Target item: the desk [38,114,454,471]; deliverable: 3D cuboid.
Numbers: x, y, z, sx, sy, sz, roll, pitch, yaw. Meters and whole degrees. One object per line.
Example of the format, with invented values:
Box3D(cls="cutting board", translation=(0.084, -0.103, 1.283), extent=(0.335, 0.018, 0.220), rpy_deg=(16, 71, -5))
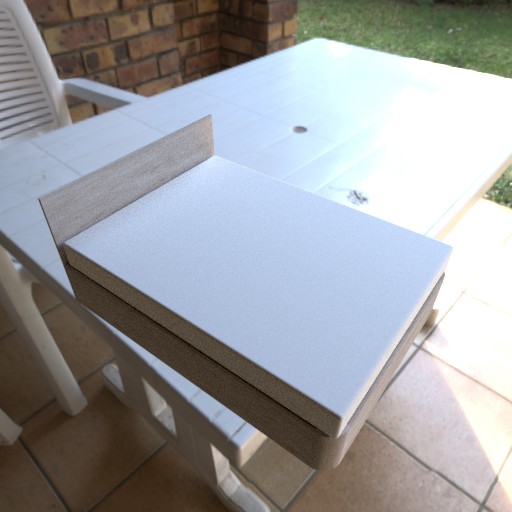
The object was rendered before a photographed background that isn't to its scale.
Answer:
Box3D(cls="desk", translation=(0.000, 0.000, 2.646), extent=(1.900, 0.800, 1.400), rpy_deg=(26, 47, 27))
